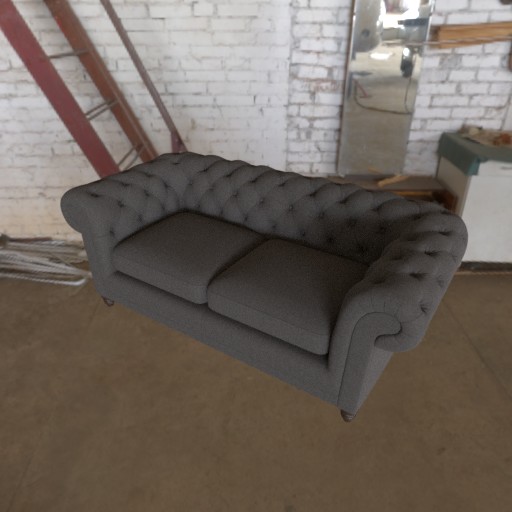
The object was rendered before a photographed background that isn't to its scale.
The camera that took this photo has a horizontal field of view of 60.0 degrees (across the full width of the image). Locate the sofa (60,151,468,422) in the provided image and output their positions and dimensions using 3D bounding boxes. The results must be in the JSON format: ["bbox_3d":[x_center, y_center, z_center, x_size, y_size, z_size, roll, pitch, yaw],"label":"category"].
[{"bbox_3d":[0.000,0.000,2.454,1.998,0.764,0.986,18,34,29],"label":"sofa"}]
